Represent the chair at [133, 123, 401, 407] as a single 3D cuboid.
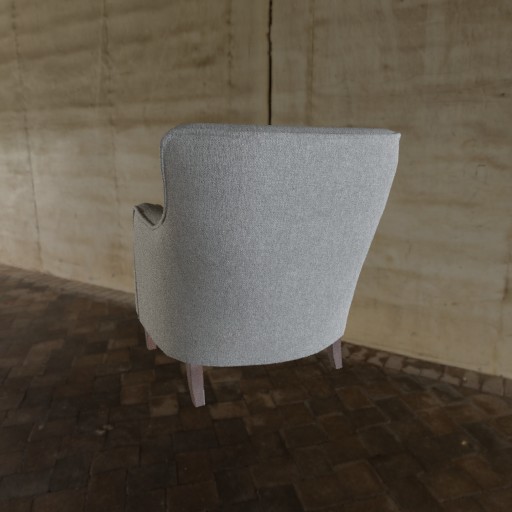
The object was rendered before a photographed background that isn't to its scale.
[{"bbox_3d":[0.000,0.000,1.651,0.820,0.920,0.910,-7,15,-26],"label":"chair"}]
